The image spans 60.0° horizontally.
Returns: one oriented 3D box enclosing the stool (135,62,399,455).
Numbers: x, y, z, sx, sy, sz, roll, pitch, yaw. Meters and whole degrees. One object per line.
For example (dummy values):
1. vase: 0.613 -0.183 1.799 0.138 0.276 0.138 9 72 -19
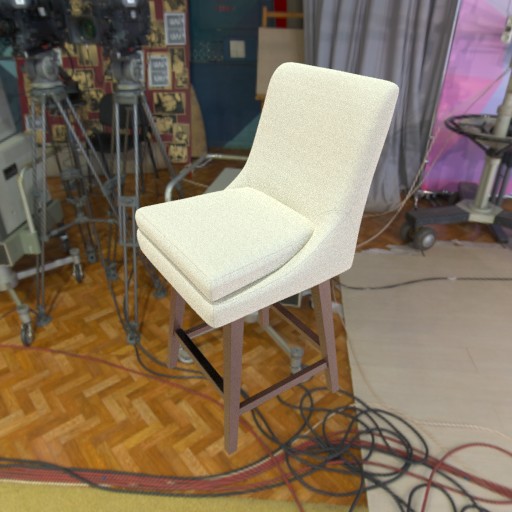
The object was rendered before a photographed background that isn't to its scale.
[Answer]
1. stool: 0.000 0.000 1.318 0.559 0.991 0.483 -19 36 -29
